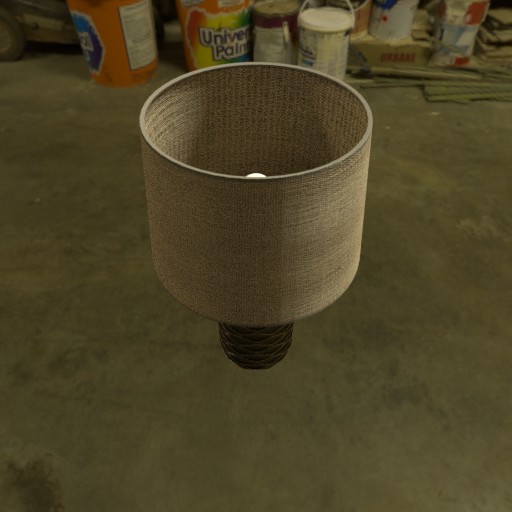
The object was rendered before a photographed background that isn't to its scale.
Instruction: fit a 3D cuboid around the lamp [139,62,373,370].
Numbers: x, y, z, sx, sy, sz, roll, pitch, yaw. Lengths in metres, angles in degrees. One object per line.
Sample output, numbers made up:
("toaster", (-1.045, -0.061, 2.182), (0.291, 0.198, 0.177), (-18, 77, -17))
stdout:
("lamp", (0.000, 0.000, 0.839), (0.376, 0.594, 0.376), (0, 46, 0))
